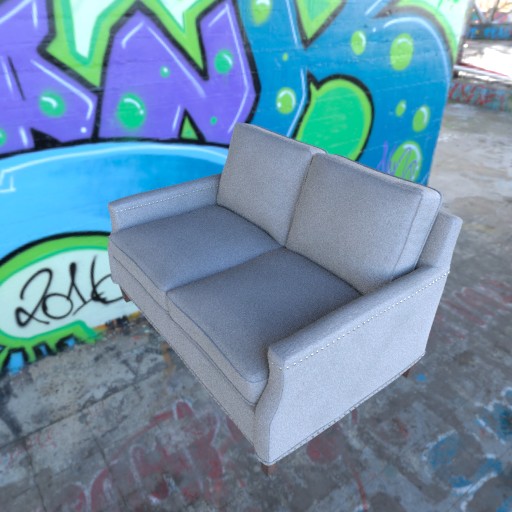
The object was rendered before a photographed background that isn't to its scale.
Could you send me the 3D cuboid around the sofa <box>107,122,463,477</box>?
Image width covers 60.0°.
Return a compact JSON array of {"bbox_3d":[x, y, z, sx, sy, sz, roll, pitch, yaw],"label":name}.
[{"bbox_3d":[0.000,0.000,2.286,1.084,1.003,1.597,-21,37,-31],"label":"sofa"}]
